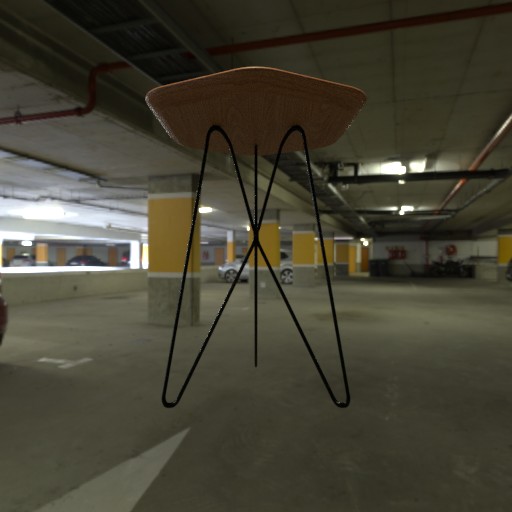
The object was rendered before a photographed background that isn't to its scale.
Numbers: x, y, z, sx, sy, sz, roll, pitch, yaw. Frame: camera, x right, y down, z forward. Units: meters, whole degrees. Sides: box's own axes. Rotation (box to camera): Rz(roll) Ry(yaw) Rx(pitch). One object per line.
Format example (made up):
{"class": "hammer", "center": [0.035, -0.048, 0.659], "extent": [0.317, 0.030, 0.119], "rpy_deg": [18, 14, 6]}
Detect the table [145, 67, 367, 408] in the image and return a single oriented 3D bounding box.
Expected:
{"class": "table", "center": [0.000, 0.000, 0.908], "extent": [0.400, 0.562, 0.500], "rpy_deg": [0, -1, 0]}
